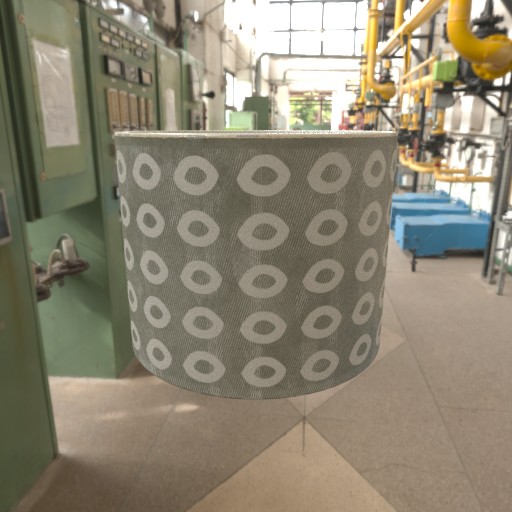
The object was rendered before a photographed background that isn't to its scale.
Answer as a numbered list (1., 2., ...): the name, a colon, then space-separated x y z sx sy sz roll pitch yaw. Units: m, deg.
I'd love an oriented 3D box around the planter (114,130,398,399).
1. planter: 0.000 0.000 0.335 0.190 0.181 0.190 0 16 0
